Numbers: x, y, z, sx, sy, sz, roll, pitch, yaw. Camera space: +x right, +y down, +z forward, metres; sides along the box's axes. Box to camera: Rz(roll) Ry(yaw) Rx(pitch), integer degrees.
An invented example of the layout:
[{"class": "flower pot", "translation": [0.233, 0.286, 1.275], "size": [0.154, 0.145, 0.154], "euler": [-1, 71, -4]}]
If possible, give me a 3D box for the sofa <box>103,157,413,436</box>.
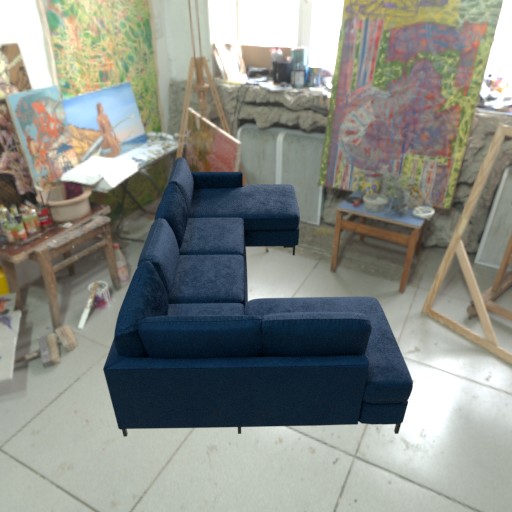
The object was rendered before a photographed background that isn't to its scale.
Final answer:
[{"class": "sofa", "translation": [0.000, 0.000, 4.400], "size": [2.055, 0.992, 3.434], "euler": [-1, 32, -1]}]
